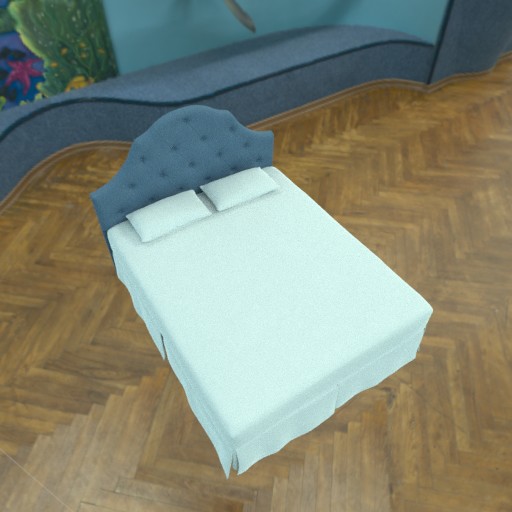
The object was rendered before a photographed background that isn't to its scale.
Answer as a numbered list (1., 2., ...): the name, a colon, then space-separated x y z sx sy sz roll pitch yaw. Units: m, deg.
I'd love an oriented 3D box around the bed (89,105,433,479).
1. bed: 0.000 0.000 3.797 2.039 1.617 2.477 -25 52 -22
